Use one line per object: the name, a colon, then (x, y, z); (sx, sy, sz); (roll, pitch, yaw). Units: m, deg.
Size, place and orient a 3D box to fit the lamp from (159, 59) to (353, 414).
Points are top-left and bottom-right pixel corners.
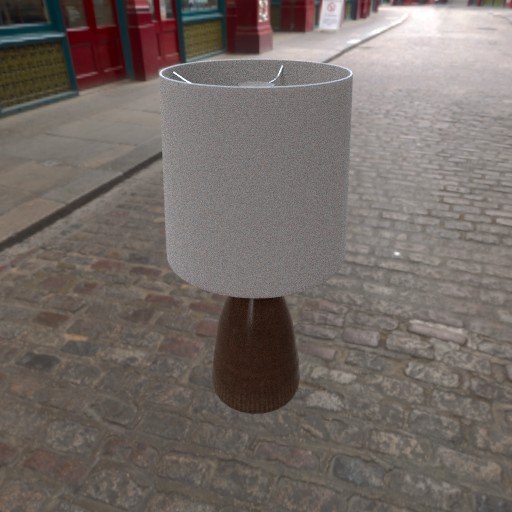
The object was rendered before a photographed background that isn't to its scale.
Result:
lamp: (0.000, 0.000, 0.474); (0.186, 0.369, 0.186); (0, 30, 0)
